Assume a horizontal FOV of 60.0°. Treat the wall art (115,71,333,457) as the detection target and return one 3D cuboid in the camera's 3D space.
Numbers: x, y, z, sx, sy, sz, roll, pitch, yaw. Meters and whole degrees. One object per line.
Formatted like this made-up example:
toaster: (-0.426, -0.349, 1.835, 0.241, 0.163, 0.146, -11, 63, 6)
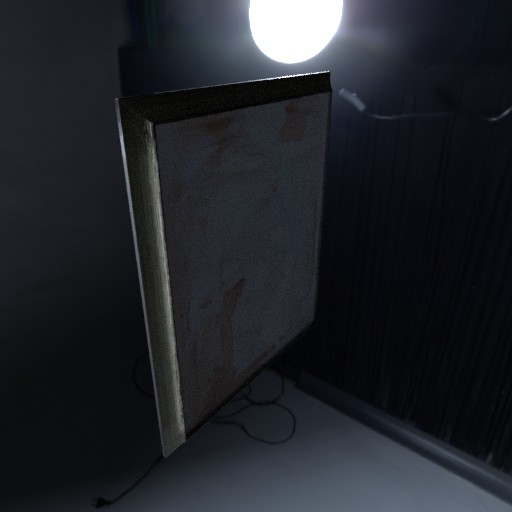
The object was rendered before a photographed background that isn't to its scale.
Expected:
wall art: (0.000, 0.000, 0.622, 0.023, 0.457, 0.381, 19, 32, 33)
